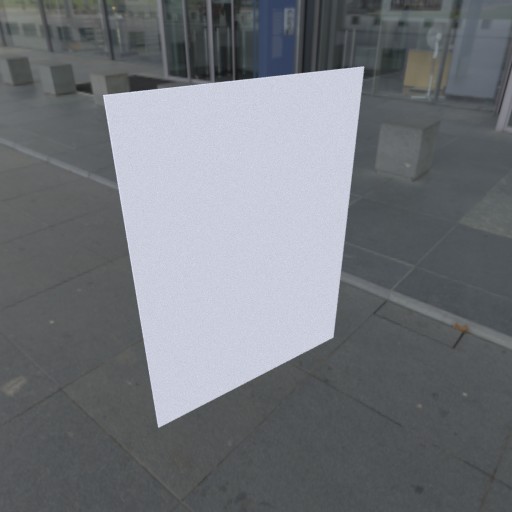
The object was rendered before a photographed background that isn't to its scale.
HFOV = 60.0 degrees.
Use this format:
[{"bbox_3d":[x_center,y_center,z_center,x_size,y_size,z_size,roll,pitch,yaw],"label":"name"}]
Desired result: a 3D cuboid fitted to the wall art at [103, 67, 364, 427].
[{"bbox_3d":[0.000,0.000,0.812,0.457,0.610,0.003,-19,35,-30],"label":"wall art"}]
